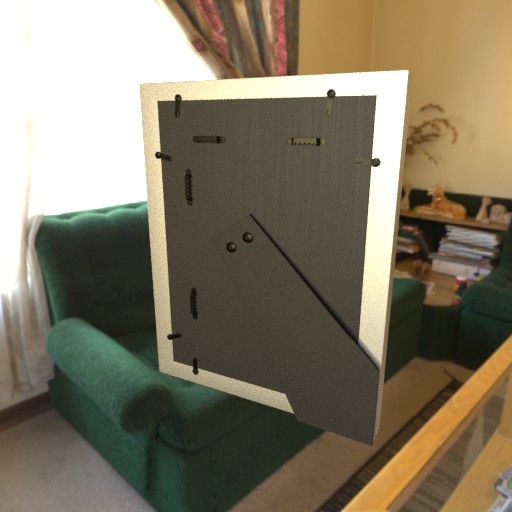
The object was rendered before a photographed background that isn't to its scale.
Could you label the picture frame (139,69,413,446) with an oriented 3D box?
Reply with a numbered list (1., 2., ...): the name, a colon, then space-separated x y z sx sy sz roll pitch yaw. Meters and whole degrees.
1. picture frame: 0.000 0.000 0.516 0.307 0.386 0.036 8 19 26
